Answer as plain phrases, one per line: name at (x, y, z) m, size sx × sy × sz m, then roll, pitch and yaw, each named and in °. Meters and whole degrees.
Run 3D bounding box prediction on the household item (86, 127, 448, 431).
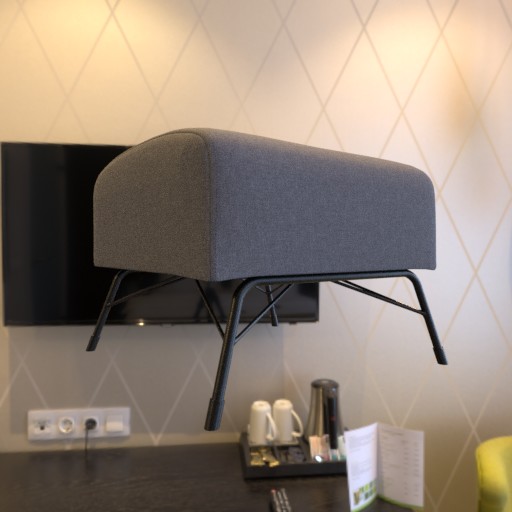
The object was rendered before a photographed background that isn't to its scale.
household item at (0.000, 0.000, 0.898) m, size 0.530 × 0.410 × 0.530 m, roll -1°, pitch 1°, yaw -36°
